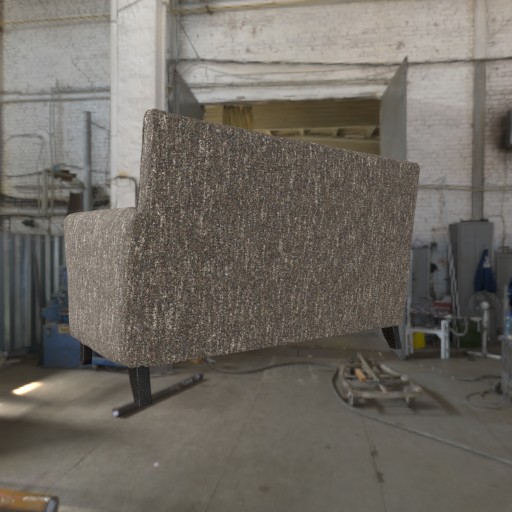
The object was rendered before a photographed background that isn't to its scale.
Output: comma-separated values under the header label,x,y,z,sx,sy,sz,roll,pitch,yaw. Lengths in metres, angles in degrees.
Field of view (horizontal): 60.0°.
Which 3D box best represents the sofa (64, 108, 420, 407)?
label,x,y,z,sx,sy,sz,roll,pitch,yaw
sofa,0.000,0.000,2.073,1.519,0.946,0.801,-1,1,-37
